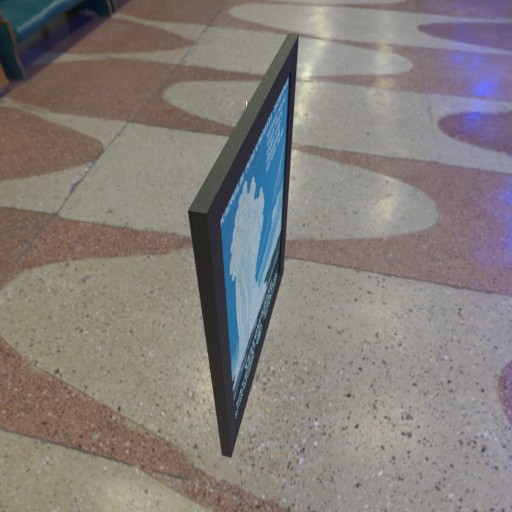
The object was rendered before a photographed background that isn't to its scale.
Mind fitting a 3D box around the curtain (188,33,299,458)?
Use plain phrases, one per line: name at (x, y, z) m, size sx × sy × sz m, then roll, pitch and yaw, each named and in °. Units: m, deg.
curtain at (0.000, 0.000, 0.784) m, size 0.027 × 0.585 × 0.483 m, roll 10°, pitch 46°, yaw 10°
